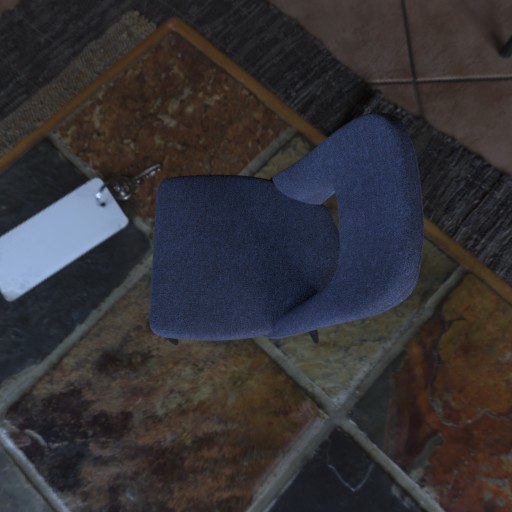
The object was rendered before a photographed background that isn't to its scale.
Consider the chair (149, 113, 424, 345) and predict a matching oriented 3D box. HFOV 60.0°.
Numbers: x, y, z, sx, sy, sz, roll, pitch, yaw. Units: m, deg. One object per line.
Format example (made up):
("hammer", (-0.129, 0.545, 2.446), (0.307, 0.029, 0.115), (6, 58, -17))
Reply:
("chair", (0.000, 0.000, 1.249), (0.612, 0.931, 0.470), (0, 75, 0))
